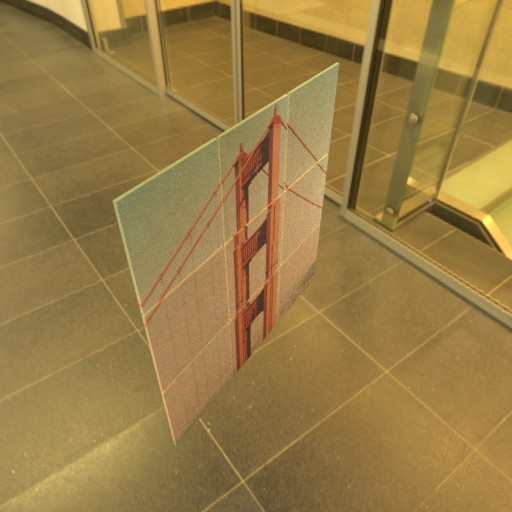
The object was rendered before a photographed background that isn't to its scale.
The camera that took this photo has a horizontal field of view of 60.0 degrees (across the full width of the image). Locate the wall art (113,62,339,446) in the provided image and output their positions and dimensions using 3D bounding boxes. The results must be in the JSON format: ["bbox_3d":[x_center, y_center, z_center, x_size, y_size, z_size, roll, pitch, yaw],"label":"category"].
[{"bbox_3d":[0.000,0.000,1.832,0.013,1.219,1.214,24,46,25],"label":"wall art"}]
